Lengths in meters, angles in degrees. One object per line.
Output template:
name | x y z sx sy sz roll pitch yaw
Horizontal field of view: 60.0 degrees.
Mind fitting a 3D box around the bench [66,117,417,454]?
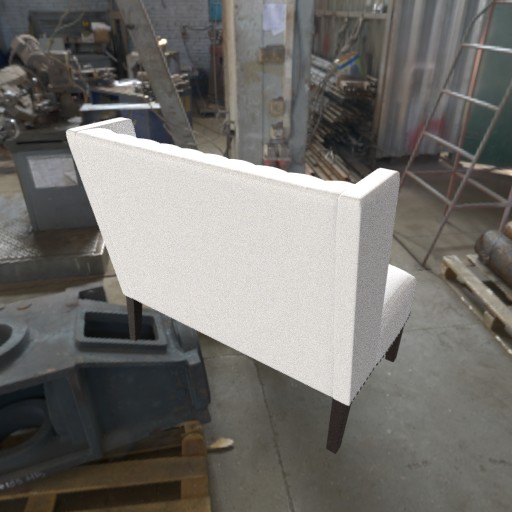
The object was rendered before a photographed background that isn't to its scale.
bench | 0.000 0.000 2.004 1.280 1.123 0.847 19 35 30
